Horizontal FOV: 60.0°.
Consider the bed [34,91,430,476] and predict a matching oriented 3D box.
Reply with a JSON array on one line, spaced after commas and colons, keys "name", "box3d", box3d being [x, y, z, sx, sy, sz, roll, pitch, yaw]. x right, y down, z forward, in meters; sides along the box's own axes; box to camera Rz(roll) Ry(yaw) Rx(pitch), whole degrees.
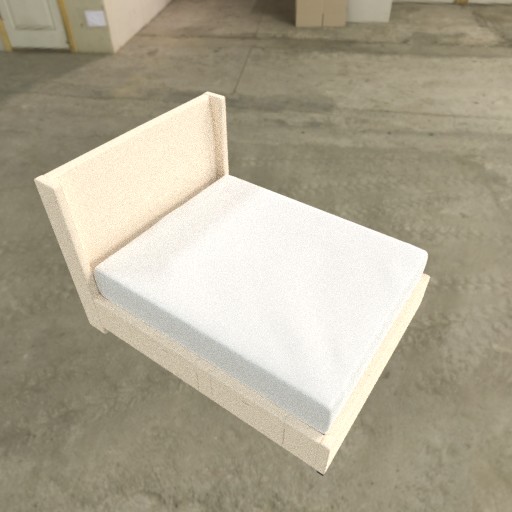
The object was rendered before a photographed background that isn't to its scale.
[{"name": "bed", "box3d": [0.000, 0.000, 3.397, 2.280, 1.471, 1.765, 25, 48, 25]}]
